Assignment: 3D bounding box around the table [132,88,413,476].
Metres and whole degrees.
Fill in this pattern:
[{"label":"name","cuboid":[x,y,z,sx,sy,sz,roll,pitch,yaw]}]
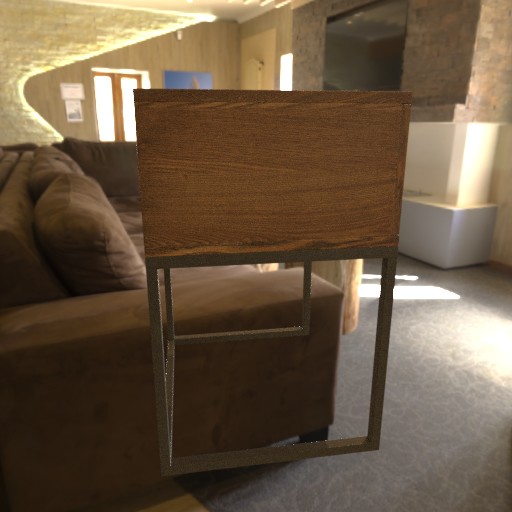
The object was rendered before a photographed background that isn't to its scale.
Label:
[{"label":"table","cuboid":[0.000,0.000,0.914,0.400,0.610,0.482,-3,17,-9]}]
